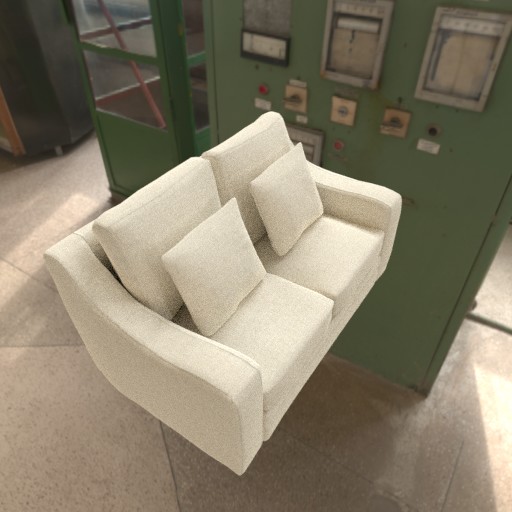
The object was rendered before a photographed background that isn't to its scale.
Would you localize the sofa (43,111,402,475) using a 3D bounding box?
[{"bbox_3d":[0.000,0.000,2.386,1.040,1.047,1.744,24,45,26],"label":"sofa"}]
